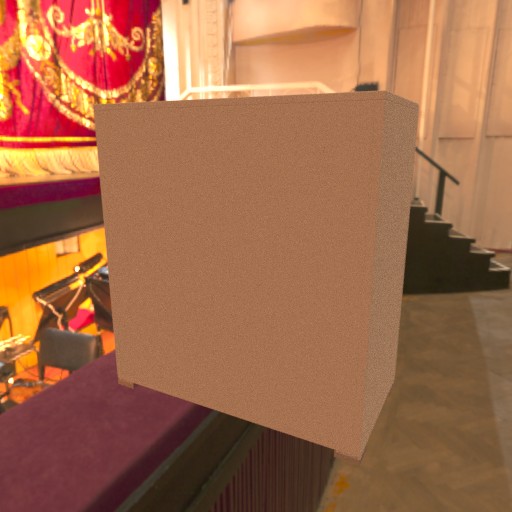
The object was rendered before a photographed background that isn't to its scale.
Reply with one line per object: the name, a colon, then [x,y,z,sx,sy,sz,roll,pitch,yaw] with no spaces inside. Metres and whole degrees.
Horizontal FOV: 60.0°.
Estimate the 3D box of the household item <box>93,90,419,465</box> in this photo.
household item: [0.000,0.000,1.339,0.800,0.870,0.420,8,17,27]
